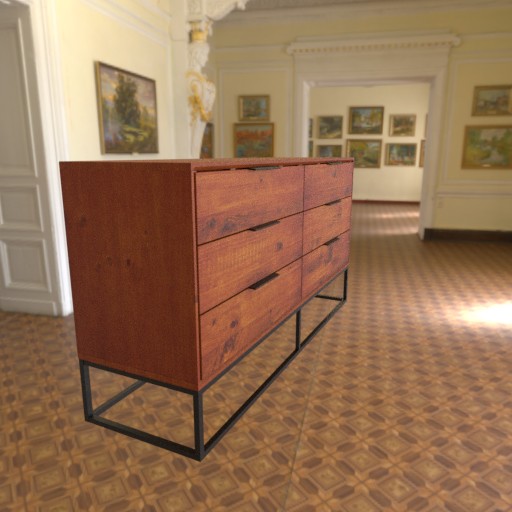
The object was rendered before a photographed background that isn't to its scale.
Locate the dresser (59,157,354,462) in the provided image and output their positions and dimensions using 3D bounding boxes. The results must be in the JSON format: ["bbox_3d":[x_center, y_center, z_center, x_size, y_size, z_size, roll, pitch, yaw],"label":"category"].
[{"bbox_3d":[0.000,0.000,1.892,0.464,0.810,1.536,6,14,26],"label":"dresser"}]
